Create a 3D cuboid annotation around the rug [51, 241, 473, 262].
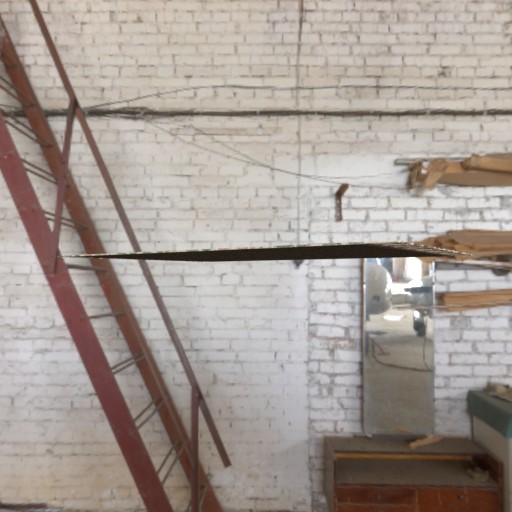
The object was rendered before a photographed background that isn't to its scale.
[{"bbox_3d":[0.000,0.000,2.976,2.438,0.011,1.524,-2,-3,36],"label":"rug"}]
